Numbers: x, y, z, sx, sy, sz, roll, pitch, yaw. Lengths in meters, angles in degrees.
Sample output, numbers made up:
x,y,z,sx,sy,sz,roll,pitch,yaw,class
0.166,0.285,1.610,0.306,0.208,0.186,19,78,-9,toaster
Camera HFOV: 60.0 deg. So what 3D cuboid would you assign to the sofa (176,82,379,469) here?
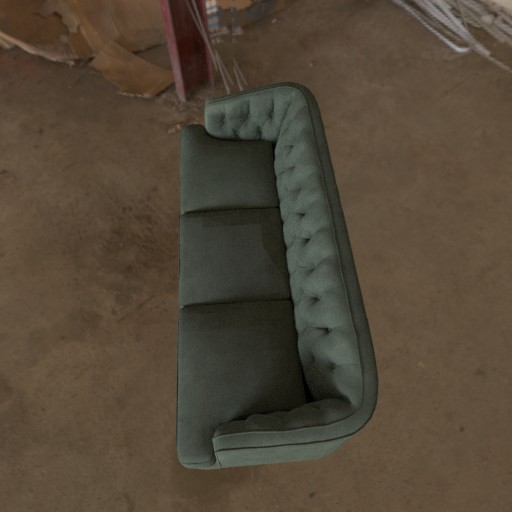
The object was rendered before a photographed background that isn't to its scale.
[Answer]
x,y,z,sx,sy,sz,roll,pitch,yaw,class
0.000,0.000,2.690,0.941,0.855,2.278,-4,58,-2,sofa
